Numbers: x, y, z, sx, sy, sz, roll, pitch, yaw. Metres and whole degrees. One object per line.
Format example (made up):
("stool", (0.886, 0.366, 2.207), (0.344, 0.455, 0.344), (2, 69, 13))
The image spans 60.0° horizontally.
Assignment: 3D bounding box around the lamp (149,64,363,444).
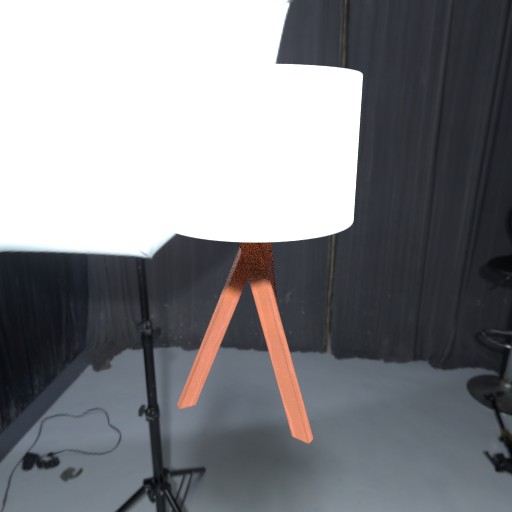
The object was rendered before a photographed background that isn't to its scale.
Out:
("lamp", (0.000, 0.000, 0.910), (0.380, 0.686, 0.380), (2, 17, 7))
